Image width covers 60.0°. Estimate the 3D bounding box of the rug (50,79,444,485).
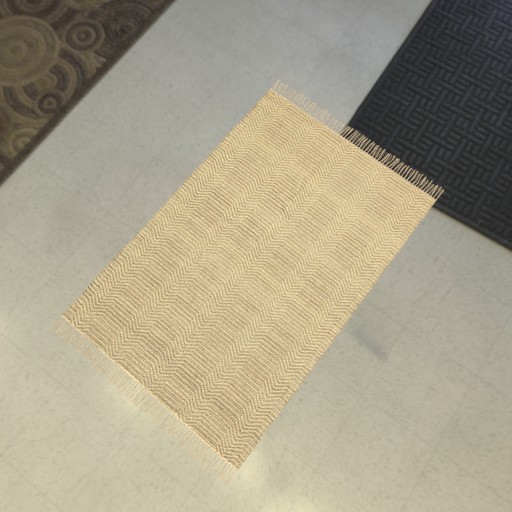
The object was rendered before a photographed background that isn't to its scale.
[{"bbox_3d":[0.000,0.000,3.092,1.528,0.034,2.523,37,77,10],"label":"rug"}]
